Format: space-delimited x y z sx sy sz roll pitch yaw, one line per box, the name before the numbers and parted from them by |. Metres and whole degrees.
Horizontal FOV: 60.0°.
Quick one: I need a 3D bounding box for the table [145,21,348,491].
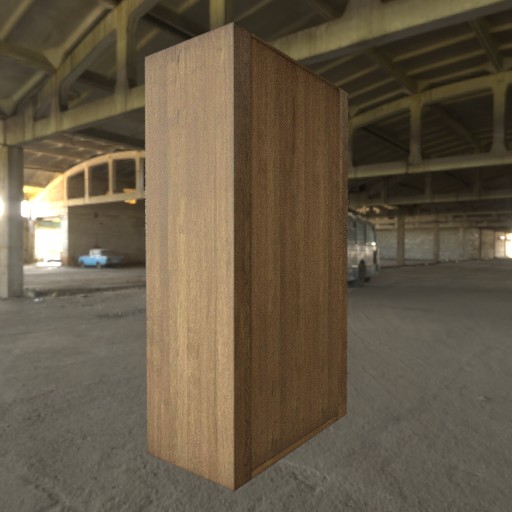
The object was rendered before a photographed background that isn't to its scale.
table | 0.000 0.000 2.504 0.600 2.000 1.100 1 2 37
